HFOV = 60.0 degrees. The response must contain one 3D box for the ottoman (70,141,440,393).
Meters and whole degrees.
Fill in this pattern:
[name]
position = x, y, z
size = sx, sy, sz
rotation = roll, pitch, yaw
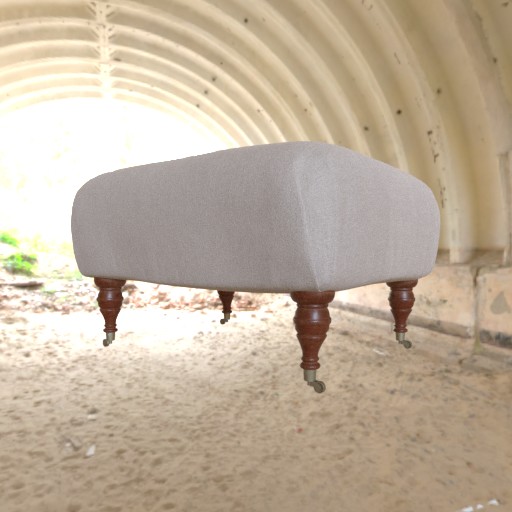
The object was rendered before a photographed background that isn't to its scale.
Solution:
[ottoman]
position = 0.000, 0.000, 1.098
size = 0.746, 0.450, 0.622
rotation = 0, 0, 37
